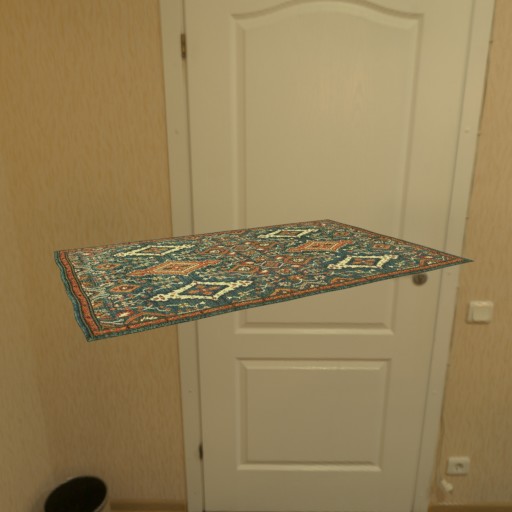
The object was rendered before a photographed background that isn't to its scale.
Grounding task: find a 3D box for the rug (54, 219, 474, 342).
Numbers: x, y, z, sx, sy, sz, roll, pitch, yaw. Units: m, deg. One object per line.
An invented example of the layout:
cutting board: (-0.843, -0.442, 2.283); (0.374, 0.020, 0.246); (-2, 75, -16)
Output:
rug: (0.000, 0.000, 4.181); (3.371, 0.008, 2.190); (-9, 18, -27)
